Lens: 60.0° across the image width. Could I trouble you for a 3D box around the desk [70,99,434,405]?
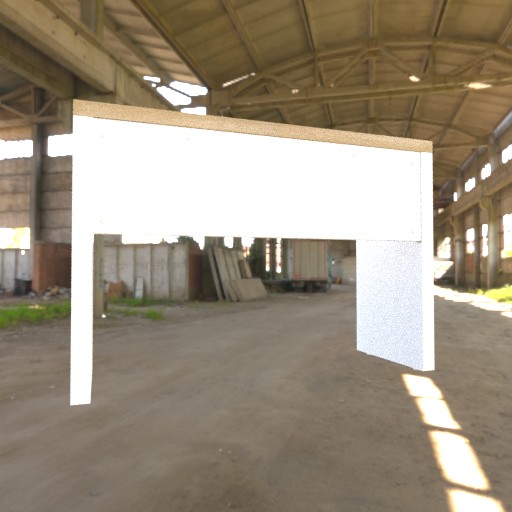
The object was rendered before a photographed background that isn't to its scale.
[{"bbox_3d":[0.000,0.000,1.457,1.100,0.760,0.390,0,-1,-20],"label":"desk"}]
